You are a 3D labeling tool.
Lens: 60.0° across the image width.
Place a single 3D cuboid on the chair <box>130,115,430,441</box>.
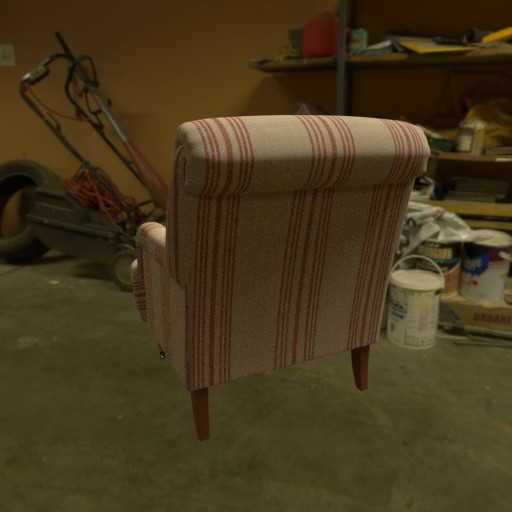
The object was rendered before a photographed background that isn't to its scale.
[{"bbox_3d":[0.000,0.000,1.889,0.933,1.123,1.058,-8,18,-25],"label":"chair"}]
